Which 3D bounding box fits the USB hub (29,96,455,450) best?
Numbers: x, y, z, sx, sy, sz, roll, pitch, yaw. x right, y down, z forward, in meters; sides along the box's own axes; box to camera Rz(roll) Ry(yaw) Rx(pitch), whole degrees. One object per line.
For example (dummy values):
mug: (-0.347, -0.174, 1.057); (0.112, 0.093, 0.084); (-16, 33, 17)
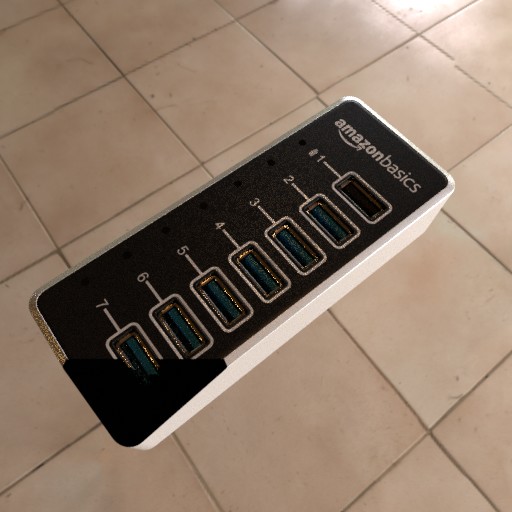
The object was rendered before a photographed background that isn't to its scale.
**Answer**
USB hub: (0.000, 0.000, 0.124); (0.110, 0.023, 0.044); (-35, 69, -16)
